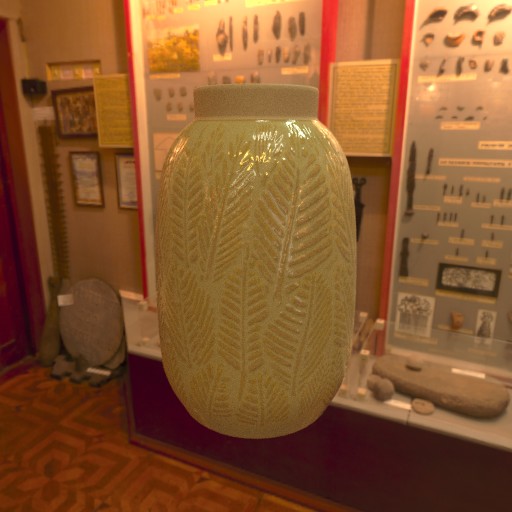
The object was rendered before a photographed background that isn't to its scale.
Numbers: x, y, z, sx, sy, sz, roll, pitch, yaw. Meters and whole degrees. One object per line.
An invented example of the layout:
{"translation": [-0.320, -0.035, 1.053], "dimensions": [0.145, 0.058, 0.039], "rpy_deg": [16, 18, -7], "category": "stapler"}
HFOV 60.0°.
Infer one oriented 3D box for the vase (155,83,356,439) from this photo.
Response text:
{"translation": [0.000, 0.000, 0.382], "dimensions": [0.172, 0.270, 0.172], "rpy_deg": [0, 16, 0], "category": "vase"}
